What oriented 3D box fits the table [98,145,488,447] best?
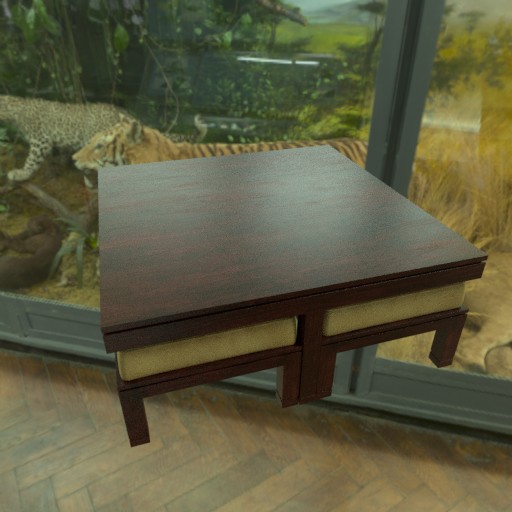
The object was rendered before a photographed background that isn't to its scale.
[{"bbox_3d":[0.000,0.000,1.367,0.865,0.356,0.865,-9,33,-15],"label":"table"}]
